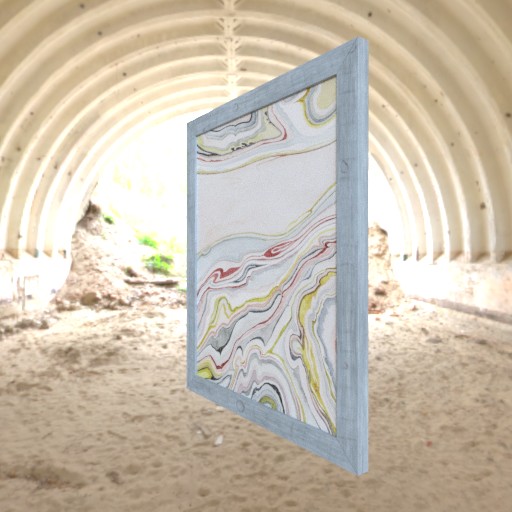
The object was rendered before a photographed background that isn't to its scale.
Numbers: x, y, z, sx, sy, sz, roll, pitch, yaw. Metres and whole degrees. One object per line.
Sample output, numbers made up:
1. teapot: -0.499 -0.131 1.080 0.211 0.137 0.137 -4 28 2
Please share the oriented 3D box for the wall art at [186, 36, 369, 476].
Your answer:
1. wall art: 0.000 0.000 0.785 0.022 0.582 0.479 0 0 -37
